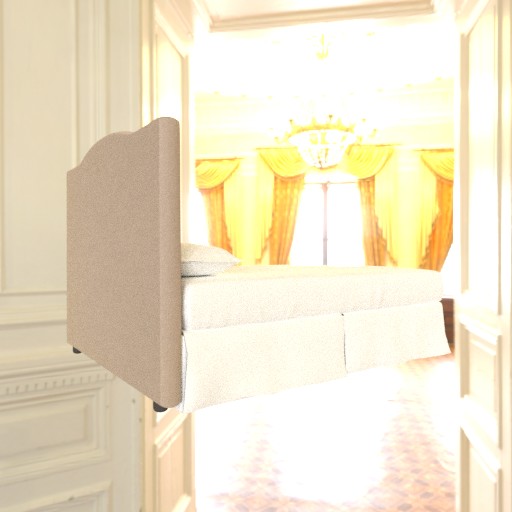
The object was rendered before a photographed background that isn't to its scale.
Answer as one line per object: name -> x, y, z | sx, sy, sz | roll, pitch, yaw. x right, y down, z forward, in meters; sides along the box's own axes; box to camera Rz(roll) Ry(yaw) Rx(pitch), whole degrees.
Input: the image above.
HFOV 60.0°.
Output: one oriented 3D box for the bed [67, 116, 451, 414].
bed -> 0.000, 0.000, 3.310 | 2.282, 1.436, 1.821 | 0, 1, -36
